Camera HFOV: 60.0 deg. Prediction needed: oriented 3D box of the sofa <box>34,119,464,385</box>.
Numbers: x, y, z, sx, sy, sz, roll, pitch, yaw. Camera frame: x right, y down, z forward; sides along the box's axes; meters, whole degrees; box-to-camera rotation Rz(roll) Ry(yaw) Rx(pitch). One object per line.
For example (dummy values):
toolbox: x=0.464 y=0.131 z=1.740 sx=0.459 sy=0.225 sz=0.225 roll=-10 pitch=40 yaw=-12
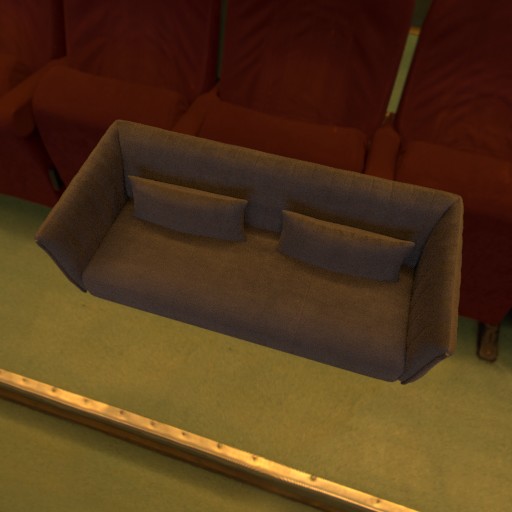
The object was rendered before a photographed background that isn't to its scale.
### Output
sofa: x=0.000 y=0.000 z=2.440 sx=1.980 sy=0.780 sz=0.876 roll=15 pitch=60 yaw=9
